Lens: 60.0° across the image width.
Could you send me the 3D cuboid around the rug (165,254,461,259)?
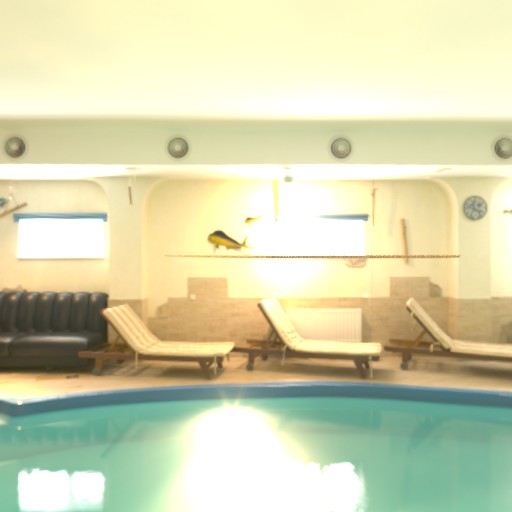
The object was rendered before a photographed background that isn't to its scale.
[{"bbox_3d":[0.000,0.000,2.792,0.795,0.015,2.544,0,0,-19],"label":"rug"}]
